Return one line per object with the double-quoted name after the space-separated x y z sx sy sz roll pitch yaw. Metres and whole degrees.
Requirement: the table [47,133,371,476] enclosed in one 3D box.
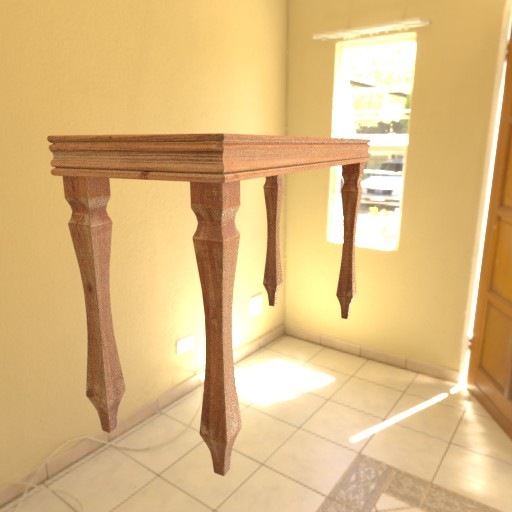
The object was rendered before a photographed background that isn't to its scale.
0.000 0.000 1.694 0.522 0.873 1.330 7 16 26 "table"
